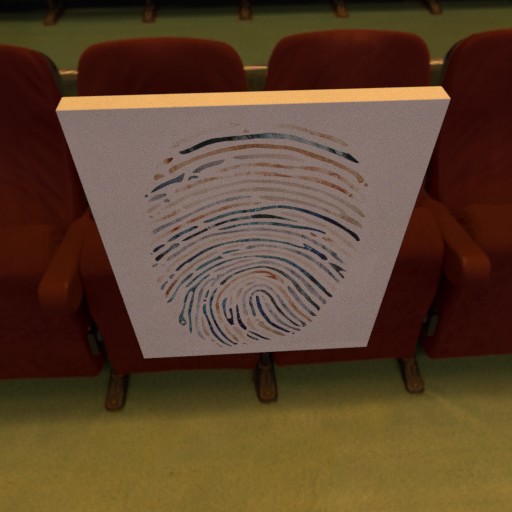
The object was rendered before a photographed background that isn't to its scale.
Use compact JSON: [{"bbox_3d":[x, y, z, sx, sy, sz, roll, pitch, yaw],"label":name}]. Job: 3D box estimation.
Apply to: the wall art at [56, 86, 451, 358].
[{"bbox_3d":[0.000,0.000,0.801,0.508,0.606,0.037,-3,47,-2],"label":"wall art"}]
